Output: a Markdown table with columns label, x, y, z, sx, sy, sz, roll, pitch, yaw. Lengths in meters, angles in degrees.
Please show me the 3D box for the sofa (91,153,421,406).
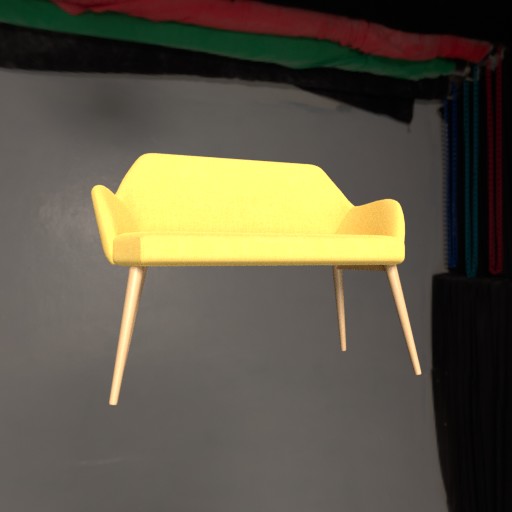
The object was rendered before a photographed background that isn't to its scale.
| label | x | y | z | sx | sy | sz | roll | pitch | yaw |
| --- | --- | --- | --- | --- | --- | --- | --- | --- | --- |
| sofa | 0.000 | 0.000 | 1.656 | 1.150 | 0.840 | 0.610 | 0 | 0 | -18 |
